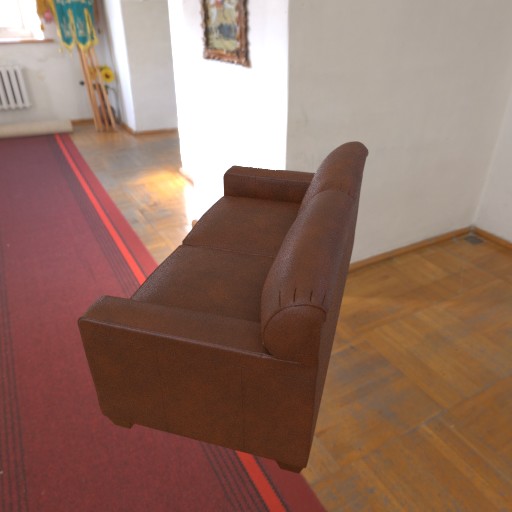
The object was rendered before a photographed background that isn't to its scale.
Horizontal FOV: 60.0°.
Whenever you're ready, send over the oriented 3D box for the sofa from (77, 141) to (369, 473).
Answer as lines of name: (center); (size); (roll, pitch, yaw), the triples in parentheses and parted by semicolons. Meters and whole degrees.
sofa: (0.000, 0.000, 2.435); (1.000, 0.966, 1.856); (9, 32, 14)
